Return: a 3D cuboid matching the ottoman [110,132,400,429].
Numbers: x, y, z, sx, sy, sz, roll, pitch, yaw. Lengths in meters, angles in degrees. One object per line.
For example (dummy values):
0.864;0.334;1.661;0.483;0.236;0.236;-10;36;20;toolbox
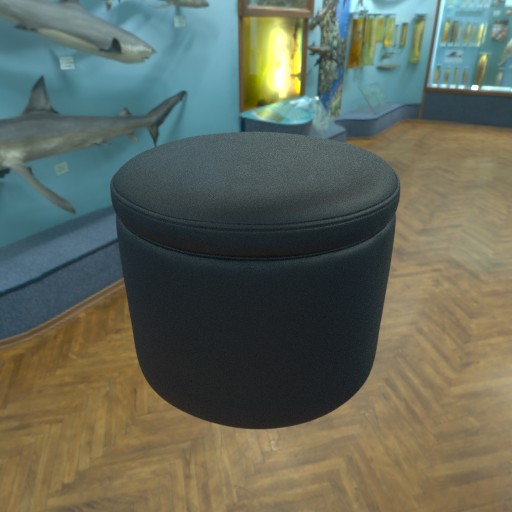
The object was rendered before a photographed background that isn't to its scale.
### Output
0.000;0.000;0.866;0.501;0.409;0.501;0;27;0;ottoman
